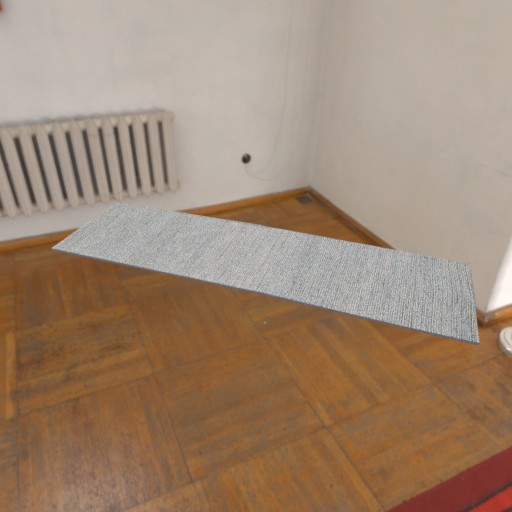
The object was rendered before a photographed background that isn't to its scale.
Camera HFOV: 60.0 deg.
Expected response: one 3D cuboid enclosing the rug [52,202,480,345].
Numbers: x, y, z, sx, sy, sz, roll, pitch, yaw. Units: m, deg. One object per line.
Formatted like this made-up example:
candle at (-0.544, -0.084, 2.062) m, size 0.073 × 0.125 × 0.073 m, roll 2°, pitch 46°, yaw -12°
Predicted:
rug at (0.000, 0.000, 2.550) m, size 2.341 × 0.037 × 0.675 m, roll 11°, pitch 34°, yaw 17°
